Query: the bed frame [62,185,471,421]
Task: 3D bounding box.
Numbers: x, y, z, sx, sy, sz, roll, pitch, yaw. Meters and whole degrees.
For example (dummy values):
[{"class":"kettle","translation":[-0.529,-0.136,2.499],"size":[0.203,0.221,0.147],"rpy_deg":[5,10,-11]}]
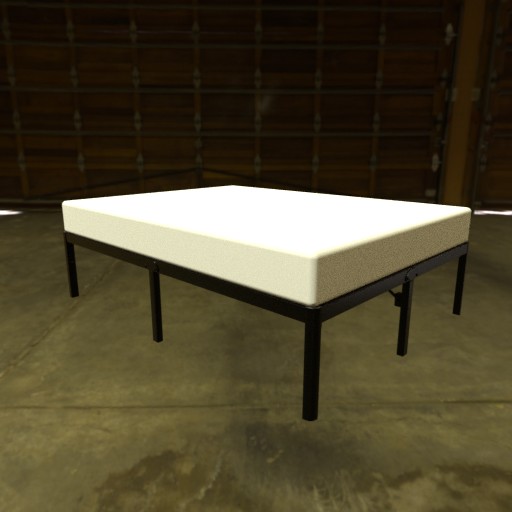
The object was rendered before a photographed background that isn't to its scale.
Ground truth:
[{"class":"bed frame","translation":[0.000,0.000,2.812],"size":[2.072,0.659,1.557],"rpy_deg":[13,19,42]}]
